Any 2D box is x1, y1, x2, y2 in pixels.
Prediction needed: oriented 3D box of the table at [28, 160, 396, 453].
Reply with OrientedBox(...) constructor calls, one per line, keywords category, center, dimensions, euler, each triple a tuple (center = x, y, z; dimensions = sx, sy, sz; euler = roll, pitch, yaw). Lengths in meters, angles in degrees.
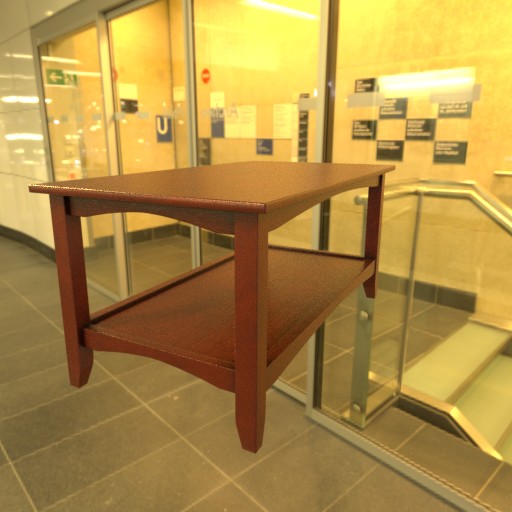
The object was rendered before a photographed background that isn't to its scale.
OrientedBox(category="table", center=(0.000, 0.000, 1.226), dimensions=(0.533, 0.456, 0.943), euler=(8, 17, 27))
